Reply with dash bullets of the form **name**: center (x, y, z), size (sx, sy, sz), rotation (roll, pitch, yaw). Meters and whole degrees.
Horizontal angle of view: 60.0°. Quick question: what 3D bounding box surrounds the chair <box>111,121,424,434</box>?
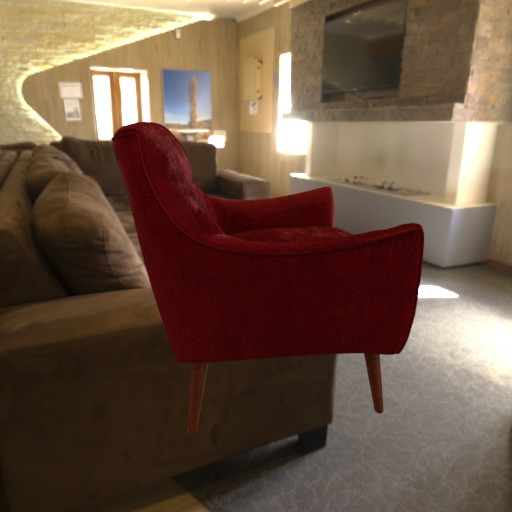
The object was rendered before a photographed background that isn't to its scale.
- **chair**: center (0.000, 0.000, 1.446), size (0.787, 0.838, 0.762), rotation (-3, 17, -9)
